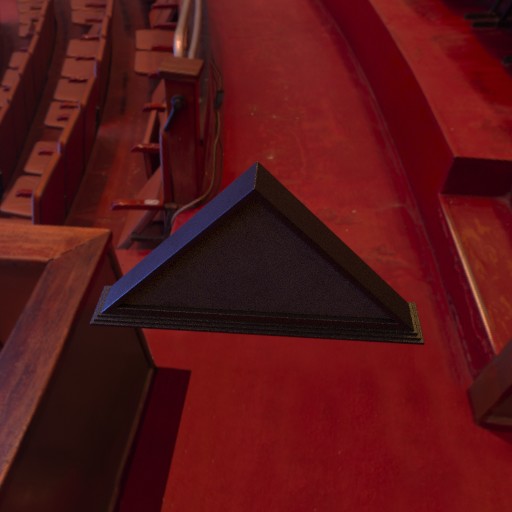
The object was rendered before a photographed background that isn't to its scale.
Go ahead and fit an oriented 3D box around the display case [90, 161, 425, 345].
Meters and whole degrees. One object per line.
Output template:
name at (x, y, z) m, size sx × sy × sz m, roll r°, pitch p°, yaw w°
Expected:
display case at (0.000, 0.000, 0.758) m, size 0.640 × 0.340 × 0.095 m, roll 3°, pitch 47°, yaw 3°
